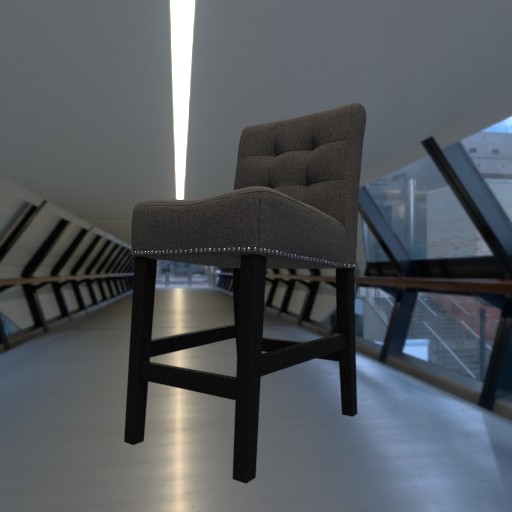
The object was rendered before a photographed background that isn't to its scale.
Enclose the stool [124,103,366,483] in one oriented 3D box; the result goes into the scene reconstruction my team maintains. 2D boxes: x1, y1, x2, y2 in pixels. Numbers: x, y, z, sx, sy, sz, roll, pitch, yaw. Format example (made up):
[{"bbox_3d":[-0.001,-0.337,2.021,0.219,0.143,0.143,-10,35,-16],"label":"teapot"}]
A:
[{"bbox_3d":[0.000,0.000,1.182,0.427,0.885,0.571,-1,-1,34],"label":"stool"}]
